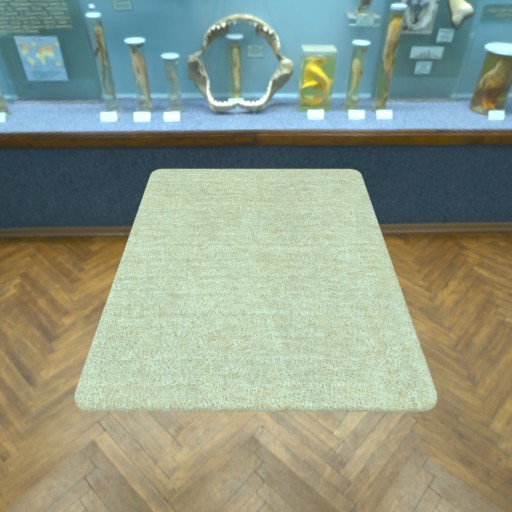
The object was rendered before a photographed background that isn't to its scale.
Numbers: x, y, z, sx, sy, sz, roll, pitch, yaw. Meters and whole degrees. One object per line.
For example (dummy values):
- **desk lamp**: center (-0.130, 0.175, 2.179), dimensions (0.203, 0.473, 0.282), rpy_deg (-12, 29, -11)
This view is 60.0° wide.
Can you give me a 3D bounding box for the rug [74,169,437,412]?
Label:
- **rug**: center (0.000, 0.000, 3.340), dimensions (2.009, 0.048, 2.528), rpy_deg (0, 41, 0)
